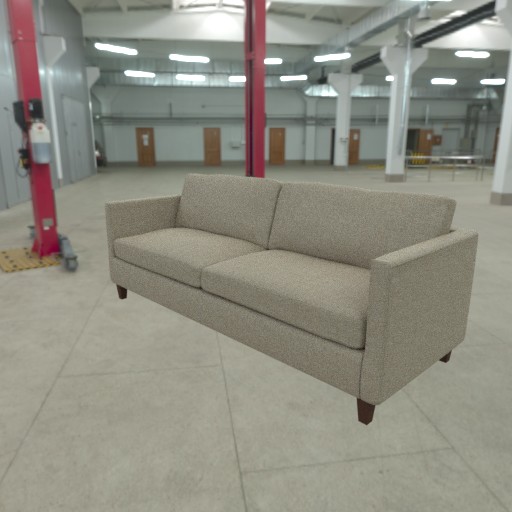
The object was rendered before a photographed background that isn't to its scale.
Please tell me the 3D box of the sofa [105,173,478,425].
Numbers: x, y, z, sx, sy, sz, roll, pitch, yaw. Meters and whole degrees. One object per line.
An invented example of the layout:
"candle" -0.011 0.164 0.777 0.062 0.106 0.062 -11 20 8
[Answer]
"sofa" 0.000 0.000 2.913 0.951 0.965 2.434 -14 20 -42
